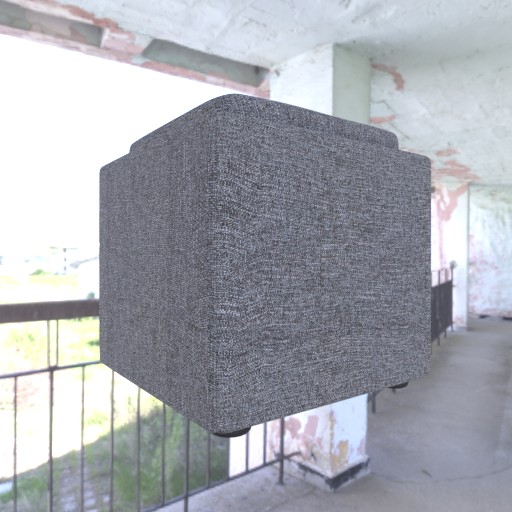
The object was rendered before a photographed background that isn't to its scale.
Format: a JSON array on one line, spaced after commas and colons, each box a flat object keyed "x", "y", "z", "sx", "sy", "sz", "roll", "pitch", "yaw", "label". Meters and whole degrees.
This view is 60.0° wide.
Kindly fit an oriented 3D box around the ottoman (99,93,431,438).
[{"x": 0.000, "y": 0.000, "z": 0.824, "sx": 0.450, "sy": 0.460, "sz": 0.450, "roll": 0, "pitch": 1, "yaw": -36, "label": "ottoman"}]
